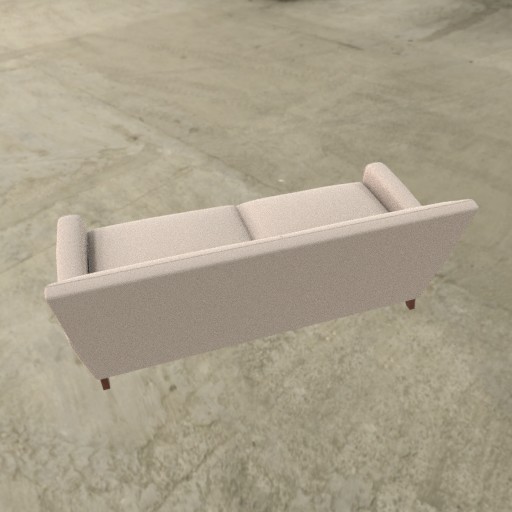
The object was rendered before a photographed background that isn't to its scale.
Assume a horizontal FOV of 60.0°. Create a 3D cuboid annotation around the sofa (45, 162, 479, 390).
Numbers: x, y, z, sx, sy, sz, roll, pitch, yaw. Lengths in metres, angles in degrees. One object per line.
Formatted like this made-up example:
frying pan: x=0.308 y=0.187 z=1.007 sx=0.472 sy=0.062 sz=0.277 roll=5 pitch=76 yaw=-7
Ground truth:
sofa: x=0.000 y=0.000 z=2.417 sx=2.000 sy=0.846 sz=0.875 roll=-12 pitch=42 yaw=-13
